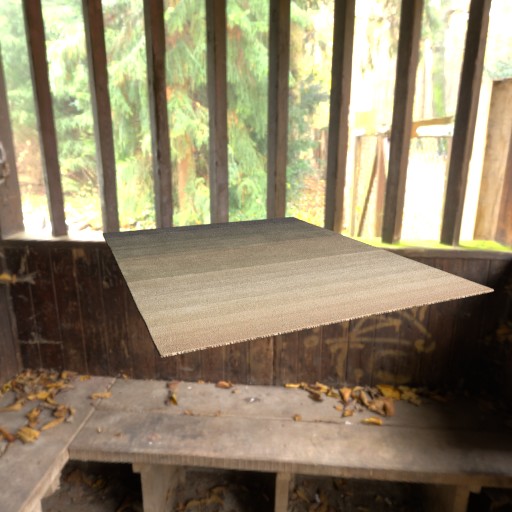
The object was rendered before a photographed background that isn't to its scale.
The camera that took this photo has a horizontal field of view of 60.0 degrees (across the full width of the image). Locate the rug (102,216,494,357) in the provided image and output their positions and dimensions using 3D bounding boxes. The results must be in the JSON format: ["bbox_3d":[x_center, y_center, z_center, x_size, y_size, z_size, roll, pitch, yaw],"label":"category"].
[{"bbox_3d":[0.000,0.000,3.902,2.315,0.015,2.932,-7,17,-23],"label":"rug"}]
